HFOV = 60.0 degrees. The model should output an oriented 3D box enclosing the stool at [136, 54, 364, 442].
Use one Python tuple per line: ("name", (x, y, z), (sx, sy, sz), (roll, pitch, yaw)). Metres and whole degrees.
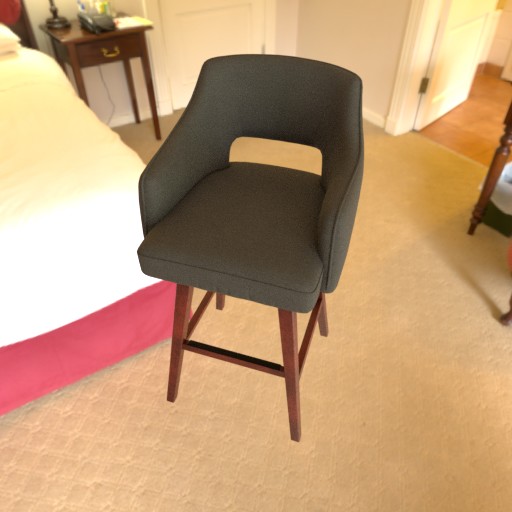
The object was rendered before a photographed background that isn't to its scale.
("stool", (0.000, 0.000, 1.348), (0.548, 1.012, 0.558), (12, 42, 14))
